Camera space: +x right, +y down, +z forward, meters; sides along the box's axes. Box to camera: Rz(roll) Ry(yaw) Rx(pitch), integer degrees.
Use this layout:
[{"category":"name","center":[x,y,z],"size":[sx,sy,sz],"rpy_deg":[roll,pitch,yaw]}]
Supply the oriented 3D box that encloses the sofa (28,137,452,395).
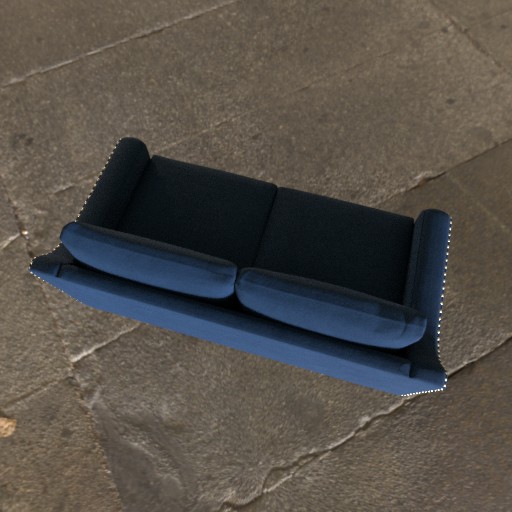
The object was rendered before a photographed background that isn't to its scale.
[{"category":"sofa","center":[0.000,0.000,2.643],"size":[2.107,0.983,1.104],"rpy_deg":[15,65,7]}]
